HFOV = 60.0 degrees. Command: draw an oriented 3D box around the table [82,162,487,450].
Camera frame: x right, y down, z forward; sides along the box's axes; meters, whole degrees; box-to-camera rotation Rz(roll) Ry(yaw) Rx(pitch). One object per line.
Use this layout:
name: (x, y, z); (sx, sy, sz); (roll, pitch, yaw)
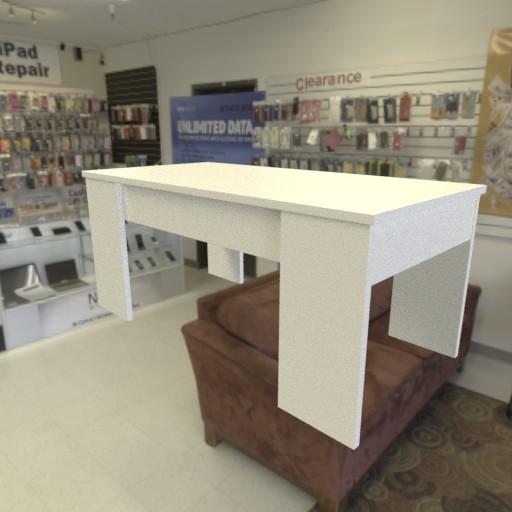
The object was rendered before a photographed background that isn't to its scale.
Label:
table: (0.000, 0.000, 1.246); (1.000, 0.440, 0.500); (15, 22, 42)
